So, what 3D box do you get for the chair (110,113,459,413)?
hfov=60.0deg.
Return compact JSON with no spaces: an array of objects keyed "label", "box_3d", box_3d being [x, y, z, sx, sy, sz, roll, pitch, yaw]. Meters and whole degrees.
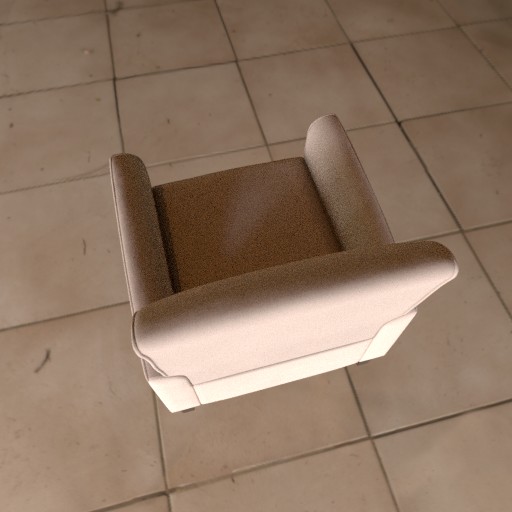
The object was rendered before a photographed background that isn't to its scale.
[{"label":"chair","box_3d":[0.000,0.000,1.506,0.820,0.915,0.820,-13,60,-8]}]
